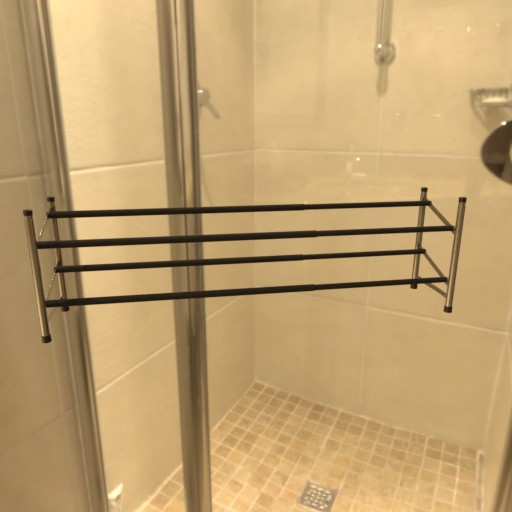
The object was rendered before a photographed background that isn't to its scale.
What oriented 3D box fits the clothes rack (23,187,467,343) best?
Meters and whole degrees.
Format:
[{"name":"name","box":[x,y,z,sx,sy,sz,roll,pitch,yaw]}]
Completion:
[{"name":"clothes rack","box":[0.000,0.000,1.299,1.168,0.349,0.229,-3,17,-9]}]
